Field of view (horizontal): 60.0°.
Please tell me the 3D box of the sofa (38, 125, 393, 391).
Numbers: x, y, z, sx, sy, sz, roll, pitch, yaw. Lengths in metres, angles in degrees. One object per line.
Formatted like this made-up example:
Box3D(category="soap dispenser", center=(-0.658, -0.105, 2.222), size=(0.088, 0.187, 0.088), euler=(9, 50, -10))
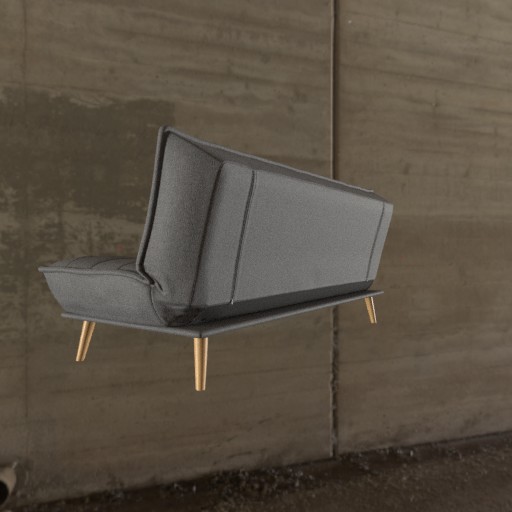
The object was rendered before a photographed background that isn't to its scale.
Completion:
Box3D(category="sofa", center=(0.000, 0.000, 2.411), size=(0.950, 0.890, 1.940), euler=(1, 1, 35))
